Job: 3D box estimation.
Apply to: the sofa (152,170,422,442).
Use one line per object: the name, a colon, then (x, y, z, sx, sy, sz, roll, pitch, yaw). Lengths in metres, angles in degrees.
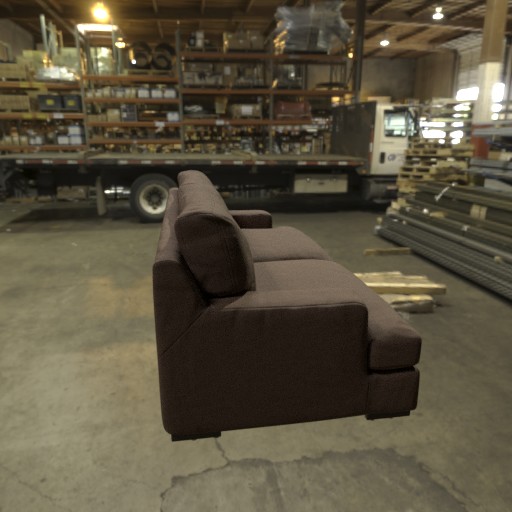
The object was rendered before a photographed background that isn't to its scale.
sofa: (0.000, 0.000, 2.826, 1.140, 0.950, 2.274, -3, 16, -9)
